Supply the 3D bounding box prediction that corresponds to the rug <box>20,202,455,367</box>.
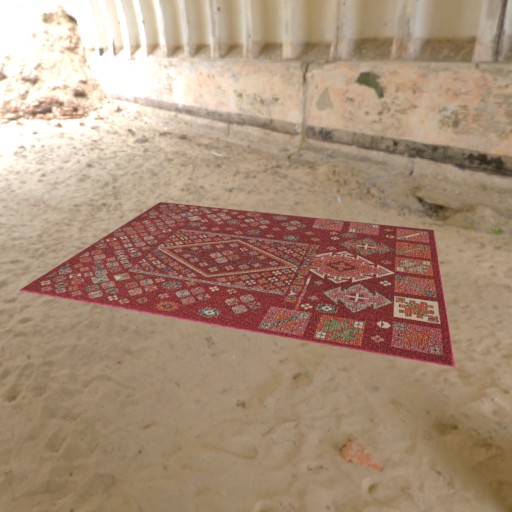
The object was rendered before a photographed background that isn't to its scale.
[{"bbox_3d":[0.000,0.000,4.210,3.306,0.011,2.389,7,26,15],"label":"rug"}]
